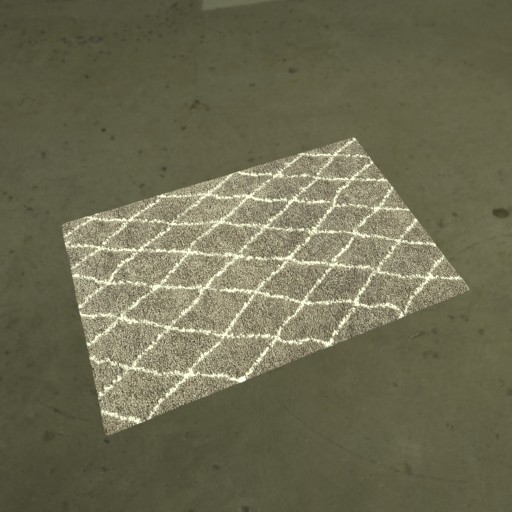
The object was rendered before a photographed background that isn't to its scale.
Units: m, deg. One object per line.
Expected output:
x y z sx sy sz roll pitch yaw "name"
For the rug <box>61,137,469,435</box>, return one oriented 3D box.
0.000 0.000 3.485 2.743 0.030 1.778 -19 59 -12 "rug"
